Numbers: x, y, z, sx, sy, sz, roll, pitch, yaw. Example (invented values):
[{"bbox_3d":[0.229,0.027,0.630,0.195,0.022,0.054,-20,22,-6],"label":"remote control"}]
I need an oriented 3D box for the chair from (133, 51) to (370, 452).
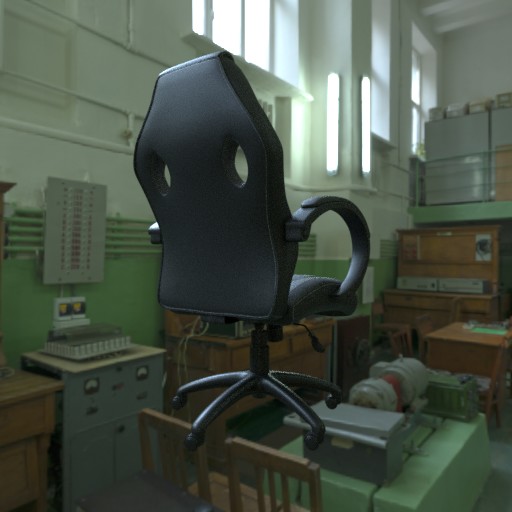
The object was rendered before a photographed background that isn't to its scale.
[{"bbox_3d":[0.000,0.000,1.607,0.673,1.187,0.724,0,0,36],"label":"chair"}]
